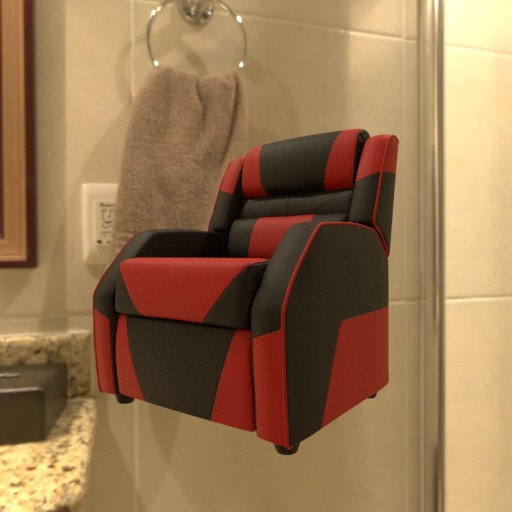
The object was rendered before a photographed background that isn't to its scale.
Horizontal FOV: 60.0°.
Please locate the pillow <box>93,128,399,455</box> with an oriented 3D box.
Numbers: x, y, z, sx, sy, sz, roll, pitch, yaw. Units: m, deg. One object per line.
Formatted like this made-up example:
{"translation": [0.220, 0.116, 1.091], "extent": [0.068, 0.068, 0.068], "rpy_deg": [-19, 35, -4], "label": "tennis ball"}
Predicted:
{"translation": [0.000, 0.000, 1.273], "extent": [0.620, 0.805, 0.672], "rpy_deg": [0, 0, 36], "label": "pillow"}
